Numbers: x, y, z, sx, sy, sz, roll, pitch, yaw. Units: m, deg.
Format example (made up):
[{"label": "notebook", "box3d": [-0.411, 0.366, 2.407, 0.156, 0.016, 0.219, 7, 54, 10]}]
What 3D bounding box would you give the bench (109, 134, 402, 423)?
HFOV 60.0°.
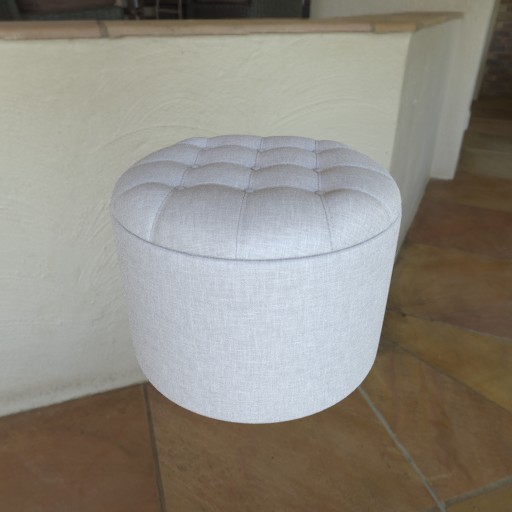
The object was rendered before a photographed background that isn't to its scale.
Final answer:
[{"label": "bench", "box3d": [0.000, 0.000, 1.018, 0.600, 0.453, 0.600, 0, 30, 0]}]
